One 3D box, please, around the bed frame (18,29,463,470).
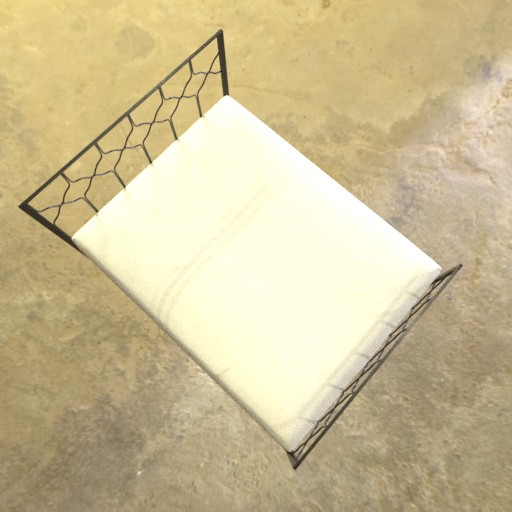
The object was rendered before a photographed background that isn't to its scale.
[{"bbox_3d":[0.000,0.000,2.974,2.063,1.222,1.597,42,78,11],"label":"bed frame"}]
